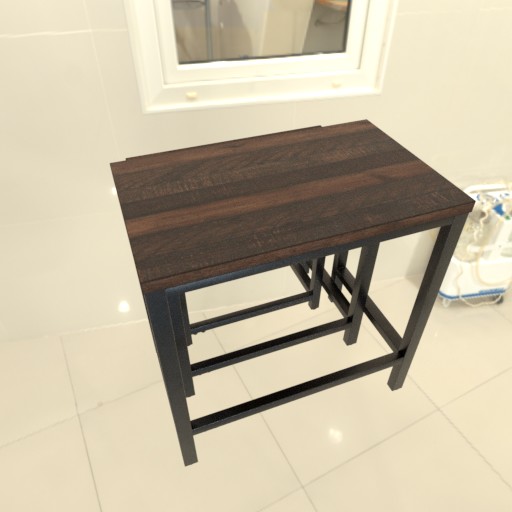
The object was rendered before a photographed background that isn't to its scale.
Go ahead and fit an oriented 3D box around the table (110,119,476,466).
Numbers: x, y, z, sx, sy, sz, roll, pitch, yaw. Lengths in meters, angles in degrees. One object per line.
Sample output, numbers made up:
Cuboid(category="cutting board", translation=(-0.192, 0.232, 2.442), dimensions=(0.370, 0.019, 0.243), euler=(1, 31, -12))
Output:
Cuboid(category="table", translation=(0.000, 0.000, 1.159), dimensions=(0.608, 0.616, 0.660), euler=(-14, 43, -15))
